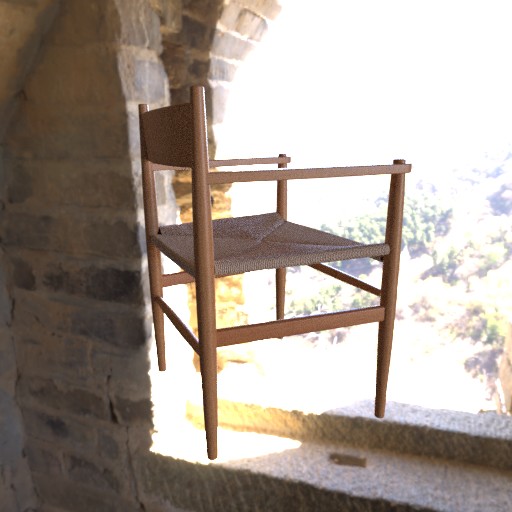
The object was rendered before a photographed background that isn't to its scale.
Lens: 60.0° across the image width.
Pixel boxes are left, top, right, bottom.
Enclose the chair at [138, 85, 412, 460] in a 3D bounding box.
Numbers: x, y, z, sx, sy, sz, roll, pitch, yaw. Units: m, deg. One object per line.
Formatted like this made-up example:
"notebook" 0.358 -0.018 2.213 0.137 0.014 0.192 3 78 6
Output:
"chair" 0.000 0.000 1.149 0.495 0.762 0.556 -7 16 -25
